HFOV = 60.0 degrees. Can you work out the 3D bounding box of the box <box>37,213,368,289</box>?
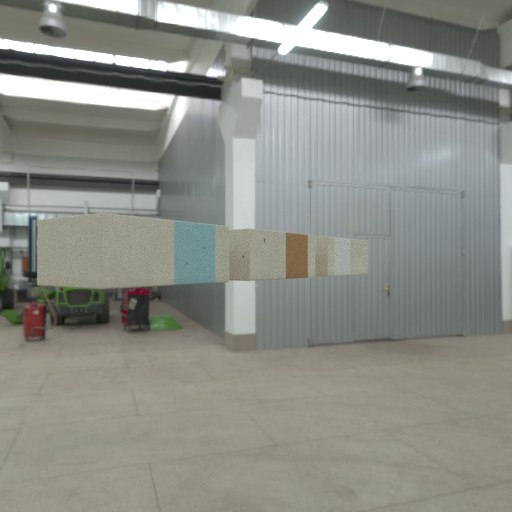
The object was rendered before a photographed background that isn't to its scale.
[{"bbox_3d":[0.000,0.000,0.503,0.082,0.051,0.461,-1,-1,36],"label":"box"}]
